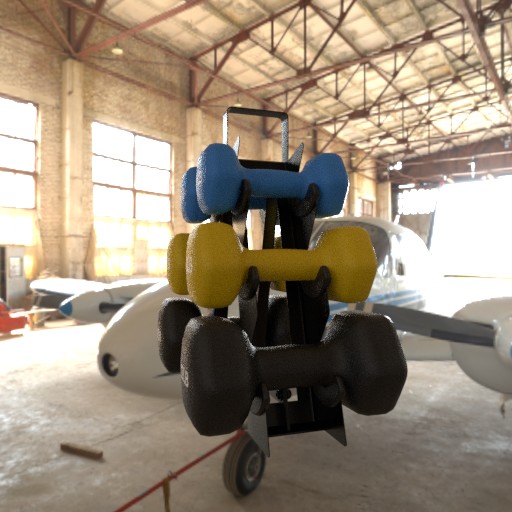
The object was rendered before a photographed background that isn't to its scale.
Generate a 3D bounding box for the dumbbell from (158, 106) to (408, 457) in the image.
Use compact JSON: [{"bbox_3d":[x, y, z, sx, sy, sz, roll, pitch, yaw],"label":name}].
[{"bbox_3d":[0.000,0.000,0.653,0.255,0.426,0.409,0,-1,-18],"label":"dumbbell"}]
